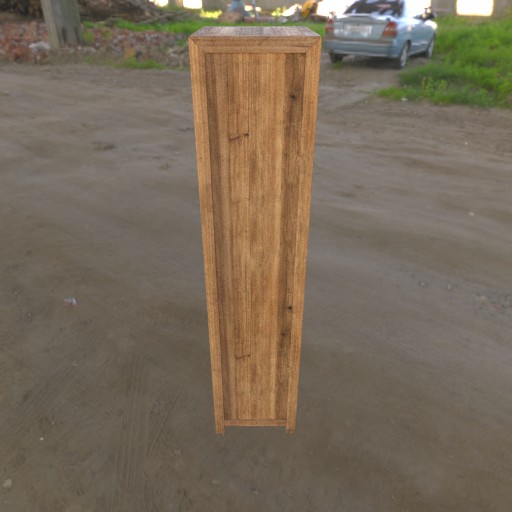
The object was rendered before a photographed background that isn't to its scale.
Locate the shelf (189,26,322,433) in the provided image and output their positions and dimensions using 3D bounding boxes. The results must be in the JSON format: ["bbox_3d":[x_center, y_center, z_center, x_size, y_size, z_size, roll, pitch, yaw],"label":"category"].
[{"bbox_3d":[0.000,0.000,2.092,0.428,1.900,0.500,0,31,0],"label":"shelf"}]
